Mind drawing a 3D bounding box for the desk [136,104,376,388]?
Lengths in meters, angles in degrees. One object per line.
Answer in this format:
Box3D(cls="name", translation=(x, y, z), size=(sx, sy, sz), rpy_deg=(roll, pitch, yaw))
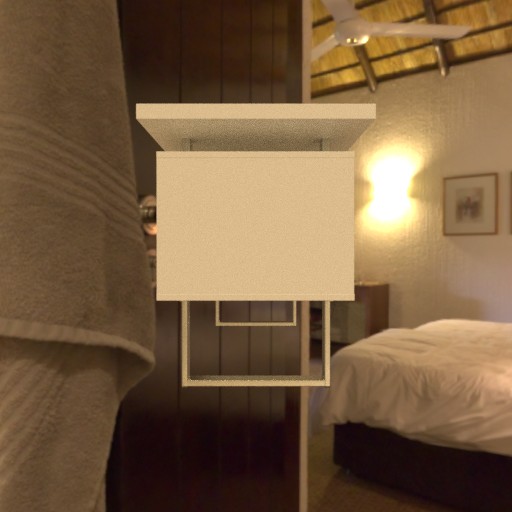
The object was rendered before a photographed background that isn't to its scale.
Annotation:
Box3D(cls="desk", translation=(0.000, 0.000, 1.879), size=(0.603, 0.773, 1.530), rpy_deg=(0, 0, 0))
